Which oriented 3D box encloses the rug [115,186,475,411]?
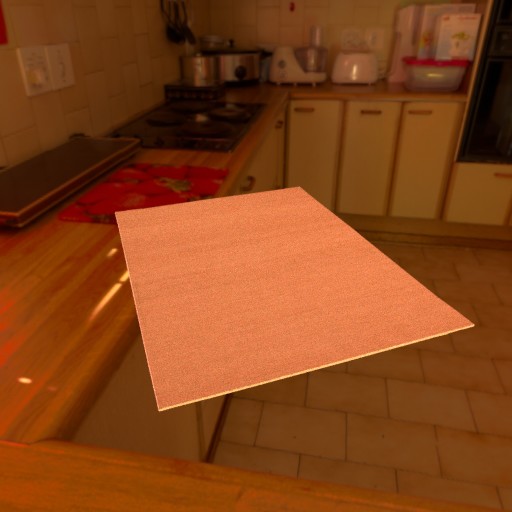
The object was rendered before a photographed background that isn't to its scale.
[{"bbox_3d":[0.000,0.000,4.359,2.434,0.045,3.202,-10,31,-17],"label":"rug"}]
